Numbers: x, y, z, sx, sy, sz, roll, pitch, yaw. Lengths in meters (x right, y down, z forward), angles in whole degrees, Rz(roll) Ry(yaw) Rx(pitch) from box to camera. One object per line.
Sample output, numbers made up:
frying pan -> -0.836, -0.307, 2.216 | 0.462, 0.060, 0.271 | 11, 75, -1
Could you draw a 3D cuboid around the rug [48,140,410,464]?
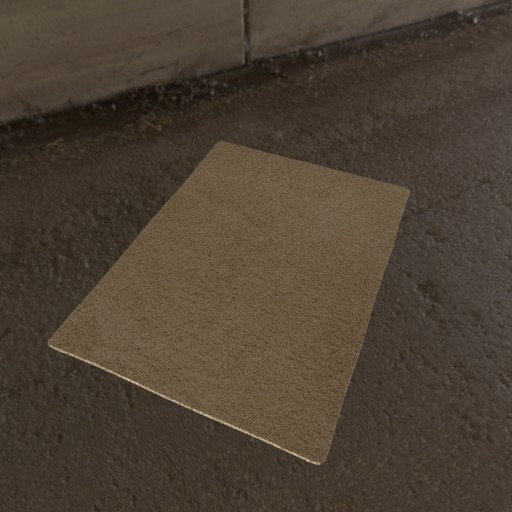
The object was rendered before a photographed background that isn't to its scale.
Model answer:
rug -> 0.000, 0.000, 2.166 | 1.199, 0.025, 1.600 | 18, 51, 15
